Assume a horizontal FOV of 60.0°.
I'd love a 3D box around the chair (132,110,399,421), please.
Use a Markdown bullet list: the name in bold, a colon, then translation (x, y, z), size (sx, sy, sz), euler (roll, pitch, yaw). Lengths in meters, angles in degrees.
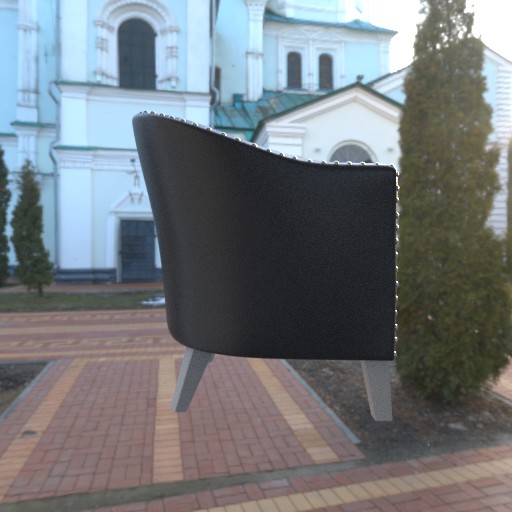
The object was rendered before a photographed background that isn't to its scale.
- **chair**: translation (0.000, 0.000, 1.436), size (0.748, 0.823, 0.794), euler (0, 0, 1)
